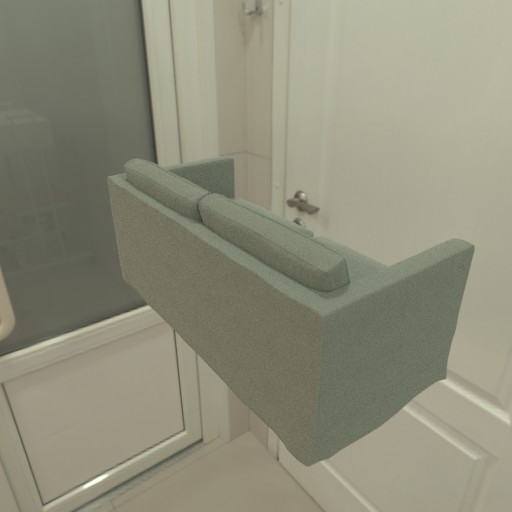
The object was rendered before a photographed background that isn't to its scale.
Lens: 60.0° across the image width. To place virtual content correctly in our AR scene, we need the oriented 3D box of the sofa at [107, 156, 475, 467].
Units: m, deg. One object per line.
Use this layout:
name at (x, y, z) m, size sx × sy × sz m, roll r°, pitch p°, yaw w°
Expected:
sofa at (0.000, 0.000, 2.485) m, size 0.940 × 0.870 × 1.987 m, roll -18°, pitch 32°, yaw -32°
